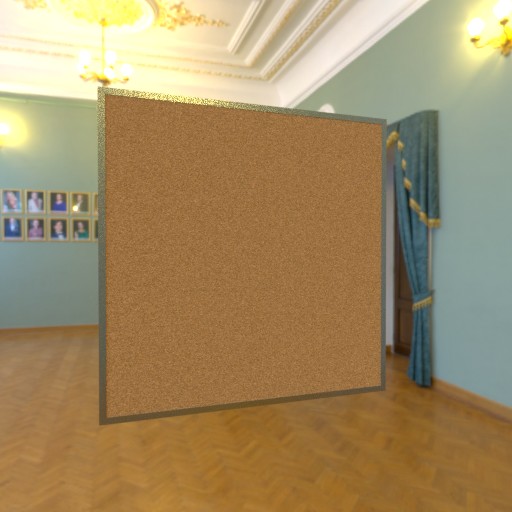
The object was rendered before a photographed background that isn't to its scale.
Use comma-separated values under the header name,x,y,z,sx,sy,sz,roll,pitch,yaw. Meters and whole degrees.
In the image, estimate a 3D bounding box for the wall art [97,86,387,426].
name,x,y,z,sx,sy,sz,roll,pitch,yaw
wall art,0.000,0.000,1.204,0.806,0.806,0.038,0,1,-19
